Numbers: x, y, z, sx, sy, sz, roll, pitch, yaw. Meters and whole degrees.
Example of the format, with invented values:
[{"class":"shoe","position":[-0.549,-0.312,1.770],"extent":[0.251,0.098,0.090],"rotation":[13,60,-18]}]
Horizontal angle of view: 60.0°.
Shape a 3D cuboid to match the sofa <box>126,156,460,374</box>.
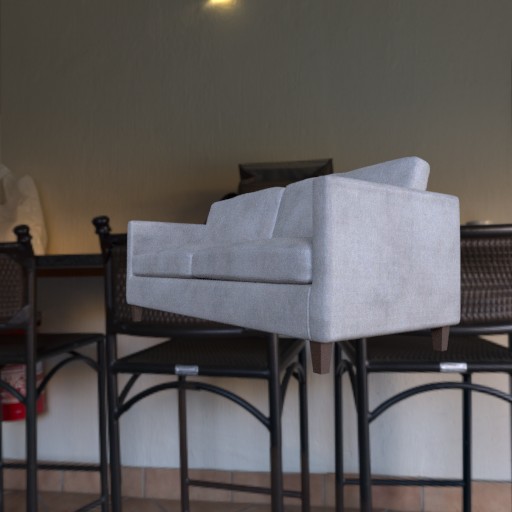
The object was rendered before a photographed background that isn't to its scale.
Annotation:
[{"class":"sofa","position":[0.000,0.000,2.803],"extent":[0.951,0.965,2.208],"rotation":[1,-2,-36]}]
